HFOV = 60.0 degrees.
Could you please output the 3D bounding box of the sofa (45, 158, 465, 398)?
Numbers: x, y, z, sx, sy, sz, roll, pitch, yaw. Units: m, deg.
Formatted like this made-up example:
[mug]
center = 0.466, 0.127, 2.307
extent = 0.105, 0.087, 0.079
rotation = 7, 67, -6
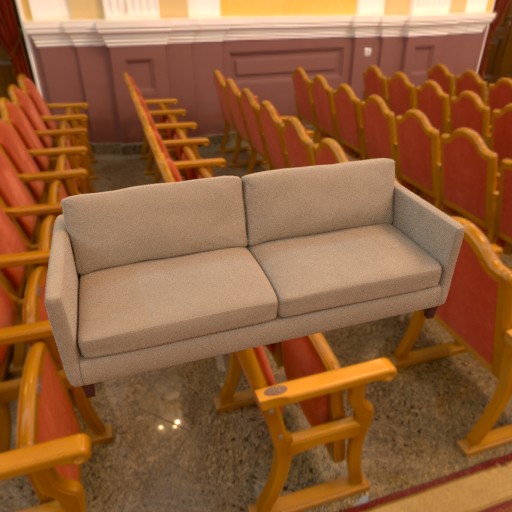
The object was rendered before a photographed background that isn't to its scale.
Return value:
[sofa]
center = 0.000, 0.000, 2.876
extent = 2.404, 0.912, 0.988
rotation = -10, 33, -15
